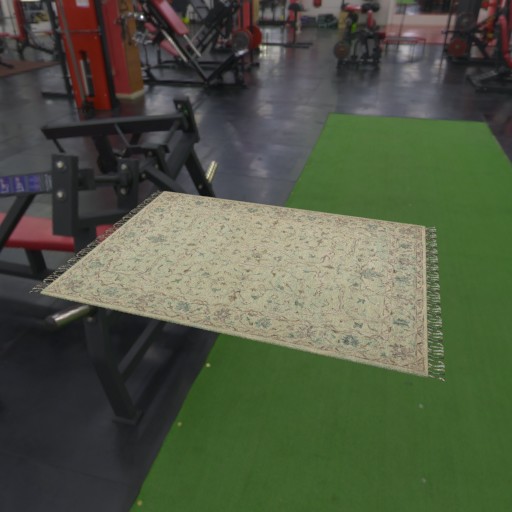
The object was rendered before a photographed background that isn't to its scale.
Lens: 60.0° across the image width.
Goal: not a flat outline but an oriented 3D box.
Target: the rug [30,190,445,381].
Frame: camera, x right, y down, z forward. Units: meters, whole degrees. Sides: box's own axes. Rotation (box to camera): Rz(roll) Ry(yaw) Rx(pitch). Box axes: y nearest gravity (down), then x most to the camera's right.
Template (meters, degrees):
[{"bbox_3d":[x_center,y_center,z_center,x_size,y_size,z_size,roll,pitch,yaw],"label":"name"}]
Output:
[{"bbox_3d":[0.000,0.000,2.306,1.802,0.008,1.247,9,33,15],"label":"rug"}]
